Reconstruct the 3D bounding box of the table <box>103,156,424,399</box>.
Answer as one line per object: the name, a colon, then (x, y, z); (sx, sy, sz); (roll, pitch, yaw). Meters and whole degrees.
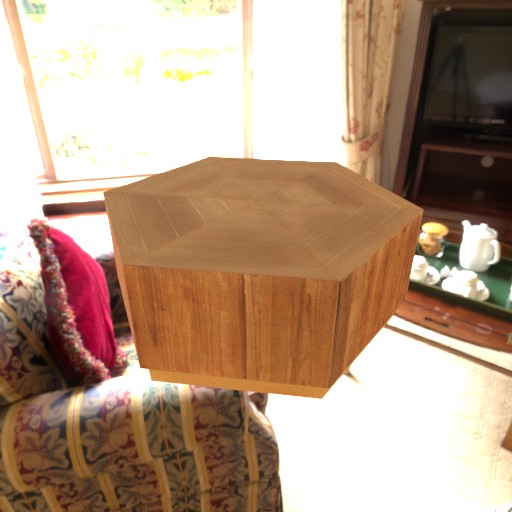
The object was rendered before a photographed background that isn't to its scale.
table: (0.000, 0.000, 1.693); (1.000, 0.456, 1.154); (21, 35, 33)
